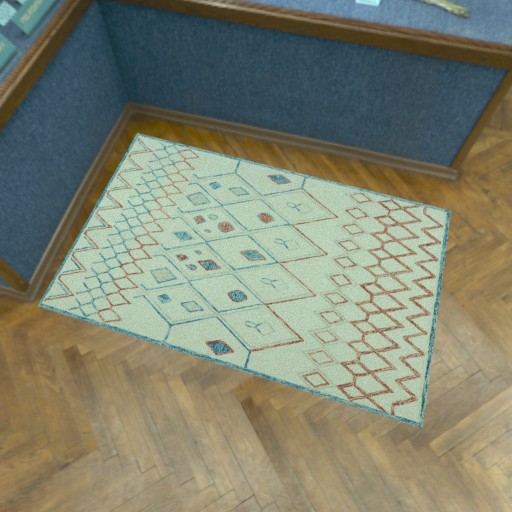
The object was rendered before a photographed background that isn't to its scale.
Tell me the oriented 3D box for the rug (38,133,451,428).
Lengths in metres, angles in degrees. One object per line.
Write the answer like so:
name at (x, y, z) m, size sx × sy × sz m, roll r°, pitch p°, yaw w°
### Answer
rug at (0.000, 0.000, 2.993) m, size 2.438 × 0.015 × 1.524 m, roll 16°, pitch 64°, yaw 8°
